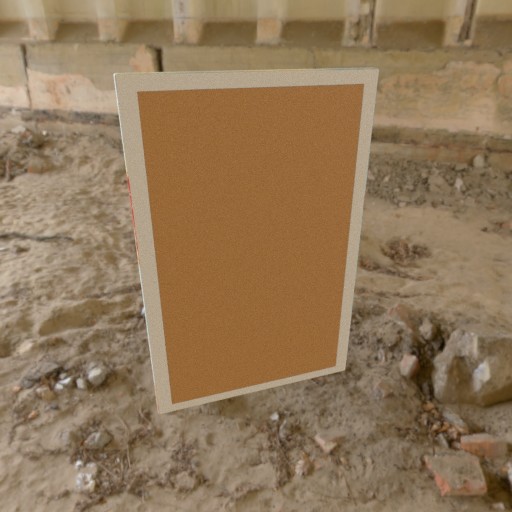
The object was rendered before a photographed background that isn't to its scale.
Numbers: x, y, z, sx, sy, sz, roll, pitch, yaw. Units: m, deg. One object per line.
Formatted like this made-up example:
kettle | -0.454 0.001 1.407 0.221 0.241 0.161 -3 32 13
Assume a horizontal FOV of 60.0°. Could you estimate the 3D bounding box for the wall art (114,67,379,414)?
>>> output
wall art | 0.000 0.000 1.181 0.605 0.915 0.037 -8 27 -16
